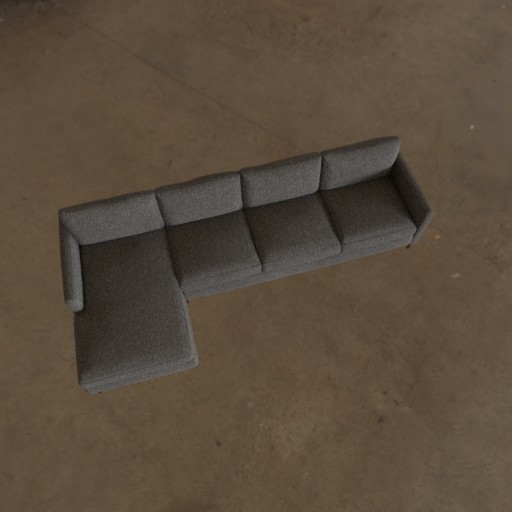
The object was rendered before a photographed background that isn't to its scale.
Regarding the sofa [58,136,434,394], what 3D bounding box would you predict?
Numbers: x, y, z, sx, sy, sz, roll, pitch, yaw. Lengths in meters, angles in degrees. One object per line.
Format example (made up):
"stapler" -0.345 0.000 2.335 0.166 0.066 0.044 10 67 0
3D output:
"sofa" 0.000 0.000 3.540 2.932 0.810 1.350 -14 62 -7
